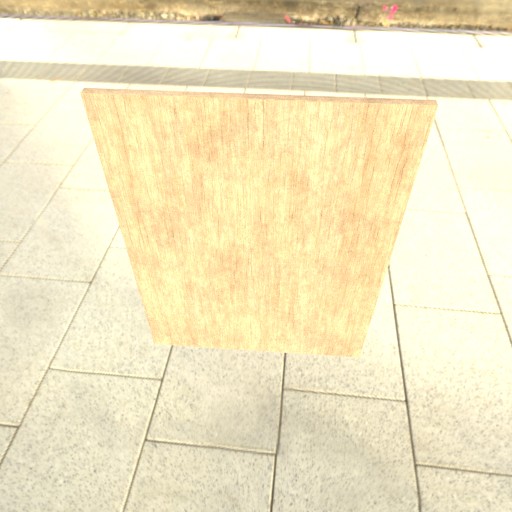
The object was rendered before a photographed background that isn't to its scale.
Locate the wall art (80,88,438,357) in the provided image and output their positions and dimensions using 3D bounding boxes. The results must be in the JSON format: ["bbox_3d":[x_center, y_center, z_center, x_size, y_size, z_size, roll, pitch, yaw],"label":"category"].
[{"bbox_3d":[0.000,0.000,0.910,0.534,0.686,0.018,3,46,3],"label":"wall art"}]
